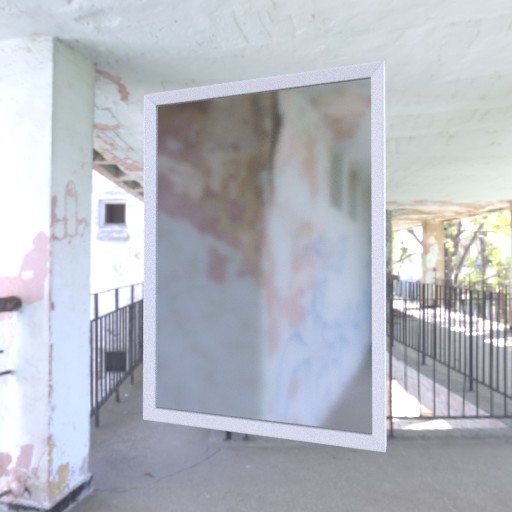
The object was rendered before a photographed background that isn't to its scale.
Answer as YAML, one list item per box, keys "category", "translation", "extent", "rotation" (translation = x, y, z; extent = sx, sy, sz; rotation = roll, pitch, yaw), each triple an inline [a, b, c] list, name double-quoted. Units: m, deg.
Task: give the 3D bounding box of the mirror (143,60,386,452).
- category: "mirror"
  translation: [0.000, 0.000, 0.903]
  extent: [0.507, 0.710, 0.039]
  rotation: [0, -1, 19]
